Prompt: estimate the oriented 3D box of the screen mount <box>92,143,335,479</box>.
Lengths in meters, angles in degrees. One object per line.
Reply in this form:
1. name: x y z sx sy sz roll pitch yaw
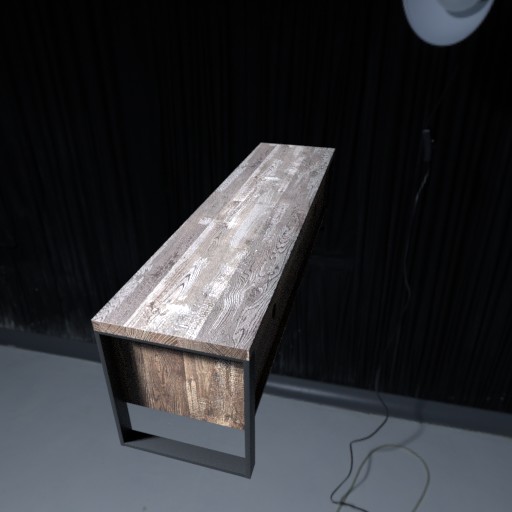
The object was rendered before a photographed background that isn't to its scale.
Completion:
1. screen mount: 0.000 0.000 1.738 0.395 0.450 1.524 8 31 13
